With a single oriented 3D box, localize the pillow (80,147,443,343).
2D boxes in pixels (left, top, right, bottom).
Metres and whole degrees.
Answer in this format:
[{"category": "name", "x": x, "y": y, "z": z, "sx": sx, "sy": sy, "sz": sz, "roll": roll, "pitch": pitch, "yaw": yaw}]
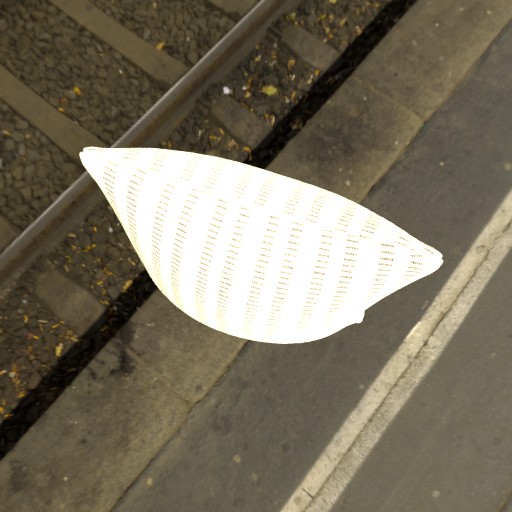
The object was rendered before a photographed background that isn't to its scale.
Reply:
[{"category": "pillow", "x": 0.000, "y": 0.000, "z": 0.696, "sx": 0.438, "sy": 0.419, "sz": 0.247, "roll": 17, "pitch": 74, "yaw": 5}]
